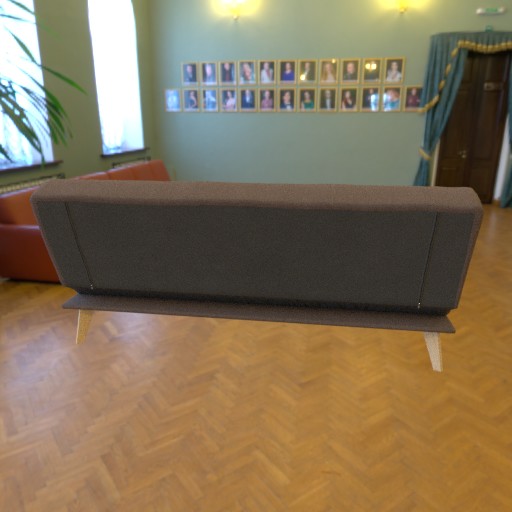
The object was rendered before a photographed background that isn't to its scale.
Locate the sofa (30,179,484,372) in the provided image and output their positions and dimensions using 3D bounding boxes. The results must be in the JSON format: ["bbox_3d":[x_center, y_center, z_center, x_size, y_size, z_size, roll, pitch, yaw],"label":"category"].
[{"bbox_3d":[0.000,0.000,2.215,1.800,0.810,0.860,3,17,8],"label":"sofa"}]
